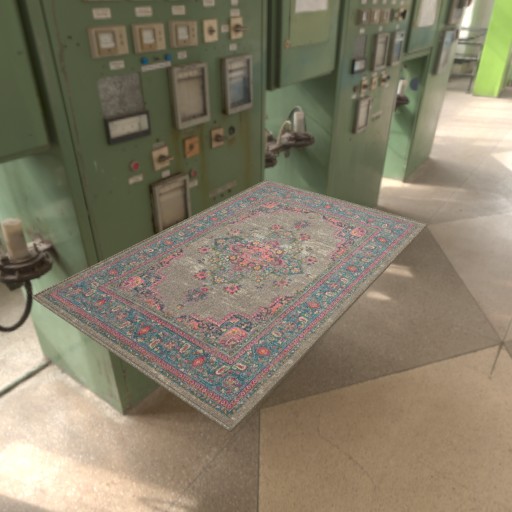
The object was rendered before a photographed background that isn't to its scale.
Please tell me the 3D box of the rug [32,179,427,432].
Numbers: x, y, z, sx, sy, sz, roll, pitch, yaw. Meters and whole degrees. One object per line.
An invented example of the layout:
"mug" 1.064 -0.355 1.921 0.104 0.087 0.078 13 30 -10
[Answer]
"rug" 0.000 0.000 2.236 1.144 0.014 1.748 21 37 31
